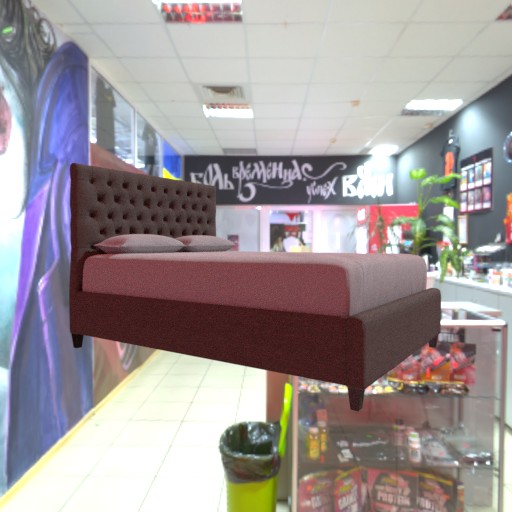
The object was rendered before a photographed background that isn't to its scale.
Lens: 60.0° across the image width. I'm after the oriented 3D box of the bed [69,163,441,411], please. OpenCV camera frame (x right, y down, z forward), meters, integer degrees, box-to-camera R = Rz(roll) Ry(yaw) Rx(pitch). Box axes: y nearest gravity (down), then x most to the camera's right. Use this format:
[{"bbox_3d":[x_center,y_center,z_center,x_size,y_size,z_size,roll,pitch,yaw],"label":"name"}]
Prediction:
[{"bbox_3d":[0.000,0.000,3.447,2.387,1.427,1.698,1,2,34],"label":"bed"}]
